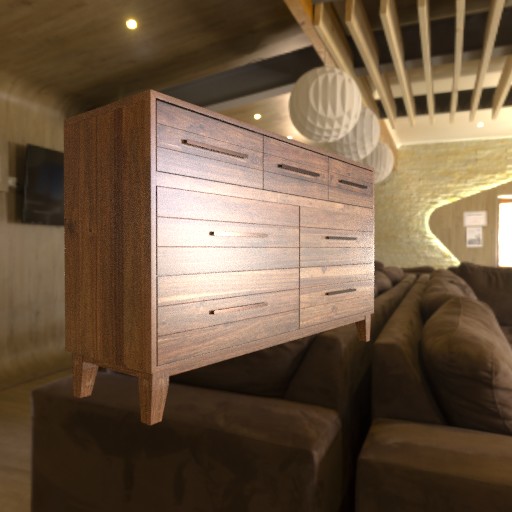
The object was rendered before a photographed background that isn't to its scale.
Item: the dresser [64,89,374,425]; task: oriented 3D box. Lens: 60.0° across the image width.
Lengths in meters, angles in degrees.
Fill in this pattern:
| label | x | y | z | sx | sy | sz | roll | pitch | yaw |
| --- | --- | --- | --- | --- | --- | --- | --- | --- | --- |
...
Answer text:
| label | x | y | z | sx | sy | sz | roll | pitch | yaw |
| --- | --- | --- | --- | --- | --- | --- | --- | --- | --- |
| dresser | 0.000 | 0.000 | 1.817 | 0.446 | 0.873 | 1.400 | 1 | 1 | 38 |
